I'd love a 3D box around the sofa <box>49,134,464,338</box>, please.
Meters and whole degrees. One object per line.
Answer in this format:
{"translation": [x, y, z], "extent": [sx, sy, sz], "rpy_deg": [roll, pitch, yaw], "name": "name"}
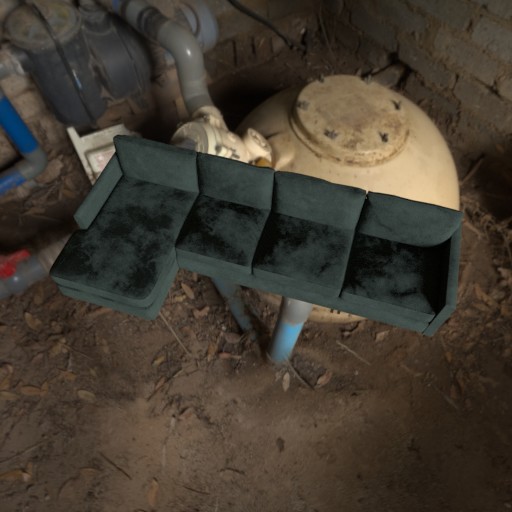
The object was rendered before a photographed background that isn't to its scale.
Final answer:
{"translation": [0.000, 0.000, 4.026], "extent": [3.400, 0.967, 1.500], "rpy_deg": [14, 59, 9], "name": "sofa"}
